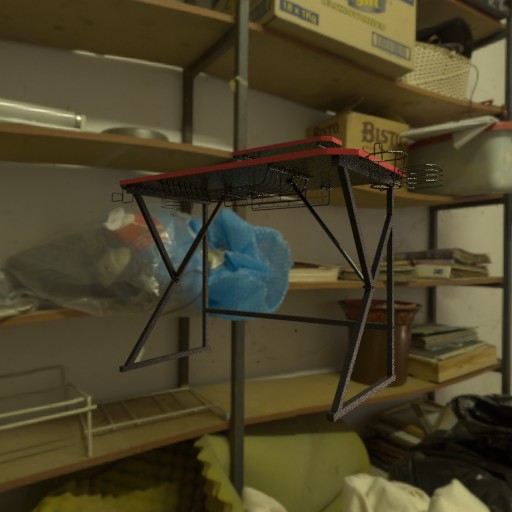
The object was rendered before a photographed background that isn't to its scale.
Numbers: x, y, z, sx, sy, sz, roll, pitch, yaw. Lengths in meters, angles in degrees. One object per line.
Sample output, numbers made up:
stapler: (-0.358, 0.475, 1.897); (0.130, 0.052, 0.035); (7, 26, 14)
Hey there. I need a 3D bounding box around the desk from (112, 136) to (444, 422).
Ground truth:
desk: (0.000, 0.000, 1.706); (1.280, 0.913, 0.588); (0, 0, 36)
